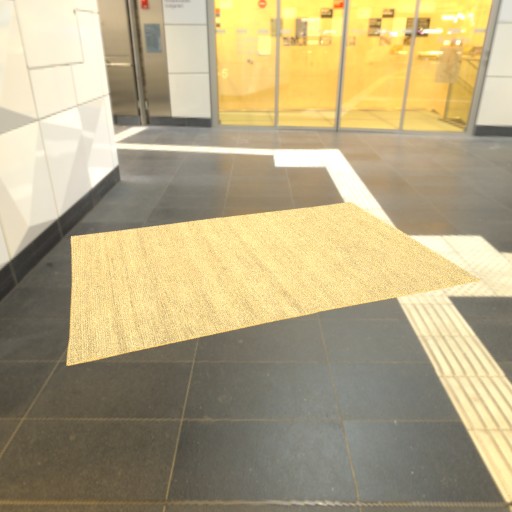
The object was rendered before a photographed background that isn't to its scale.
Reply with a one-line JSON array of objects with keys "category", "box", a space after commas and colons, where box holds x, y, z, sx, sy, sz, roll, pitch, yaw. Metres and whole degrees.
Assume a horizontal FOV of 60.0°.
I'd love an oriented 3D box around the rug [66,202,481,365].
[{"category": "rug", "box": [0.000, 0.000, 2.293, 1.820, 0.022, 1.179, -9, 27, -17]}]
